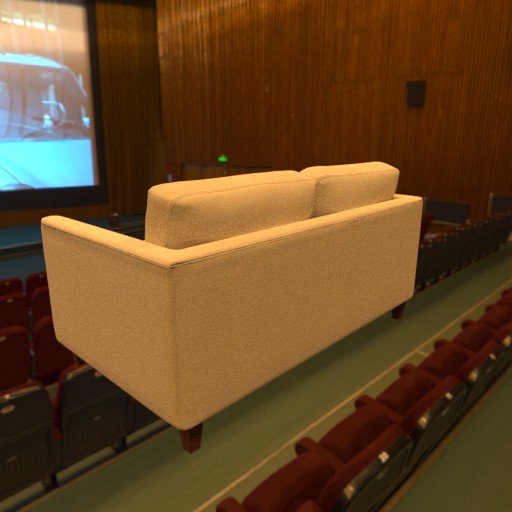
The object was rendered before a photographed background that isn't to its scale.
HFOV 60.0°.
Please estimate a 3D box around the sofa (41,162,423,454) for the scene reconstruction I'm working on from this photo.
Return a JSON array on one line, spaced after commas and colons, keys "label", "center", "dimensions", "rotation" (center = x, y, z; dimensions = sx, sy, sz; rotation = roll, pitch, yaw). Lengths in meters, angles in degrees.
[{"label": "sofa", "center": [0.000, 0.000, 2.200], "dimensions": [0.964, 0.888, 1.702], "rotation": [15, 22, 42]}]
